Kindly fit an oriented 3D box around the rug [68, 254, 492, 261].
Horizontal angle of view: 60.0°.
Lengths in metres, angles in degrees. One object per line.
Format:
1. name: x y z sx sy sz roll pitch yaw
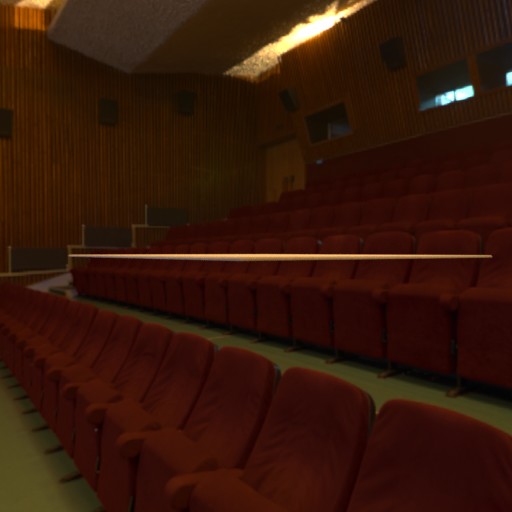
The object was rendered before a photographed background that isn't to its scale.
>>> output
1. rug: 0.000 0.000 3.932 2.430 0.018 2.976 0 1 -37
